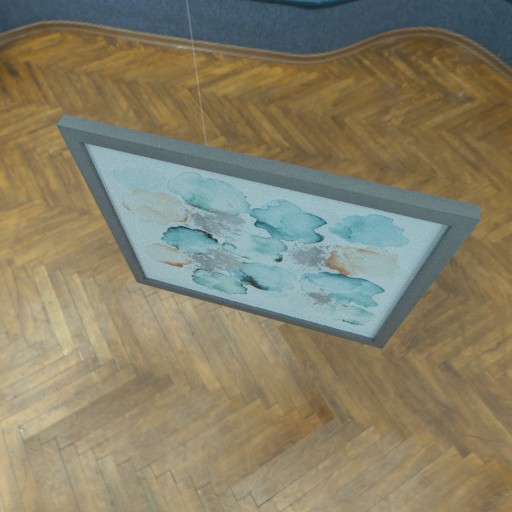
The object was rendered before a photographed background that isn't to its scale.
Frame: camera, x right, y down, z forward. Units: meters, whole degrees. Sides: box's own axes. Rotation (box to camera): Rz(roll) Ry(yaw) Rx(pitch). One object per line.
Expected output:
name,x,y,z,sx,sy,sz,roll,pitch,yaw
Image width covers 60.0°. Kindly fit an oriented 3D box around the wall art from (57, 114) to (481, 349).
wall art,0.000,0.000,0.911,0.660,0.558,0.026,14,61,8
